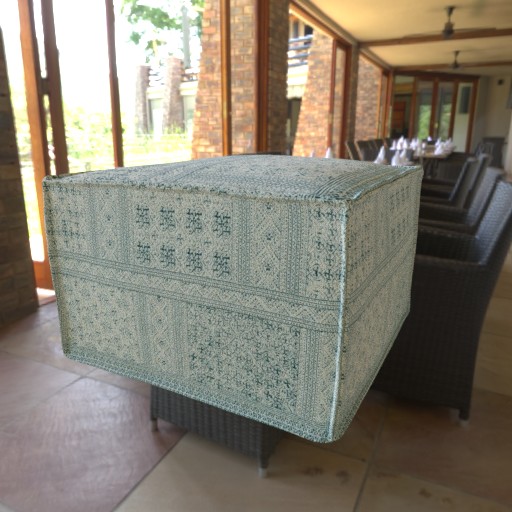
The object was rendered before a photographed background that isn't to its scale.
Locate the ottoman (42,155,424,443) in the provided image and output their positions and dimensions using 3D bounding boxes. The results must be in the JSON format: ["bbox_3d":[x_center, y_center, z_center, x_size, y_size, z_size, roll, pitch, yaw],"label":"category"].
[{"bbox_3d":[0.000,0.000,1.014,0.617,0.439,0.626,8,17,27],"label":"ottoman"}]
